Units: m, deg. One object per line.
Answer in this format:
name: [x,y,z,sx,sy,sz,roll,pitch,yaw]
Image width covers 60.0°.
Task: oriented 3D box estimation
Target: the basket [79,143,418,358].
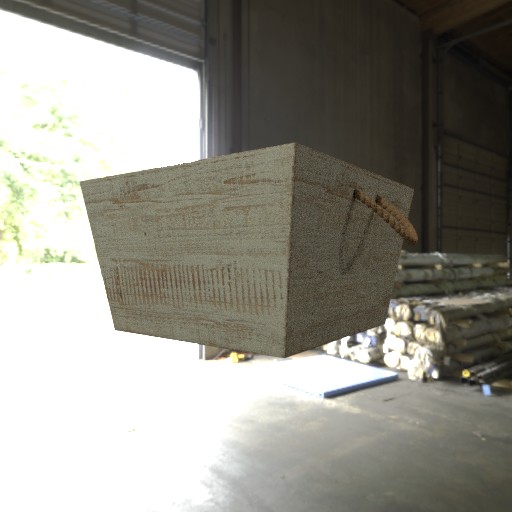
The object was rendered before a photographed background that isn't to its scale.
basket: [0.000,0.000,0.767,0.545,0.247,0.413,0,0,37]
